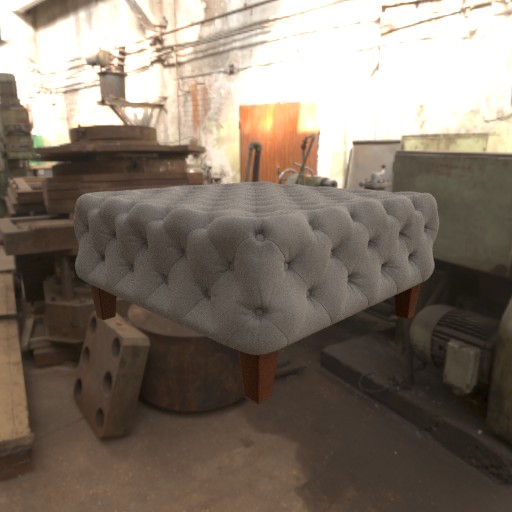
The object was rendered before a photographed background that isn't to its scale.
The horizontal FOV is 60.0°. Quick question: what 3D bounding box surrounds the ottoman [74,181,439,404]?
[{"bbox_3d":[0.000,0.000,1.501,0.917,0.439,0.911,13,18,43],"label":"ottoman"}]
